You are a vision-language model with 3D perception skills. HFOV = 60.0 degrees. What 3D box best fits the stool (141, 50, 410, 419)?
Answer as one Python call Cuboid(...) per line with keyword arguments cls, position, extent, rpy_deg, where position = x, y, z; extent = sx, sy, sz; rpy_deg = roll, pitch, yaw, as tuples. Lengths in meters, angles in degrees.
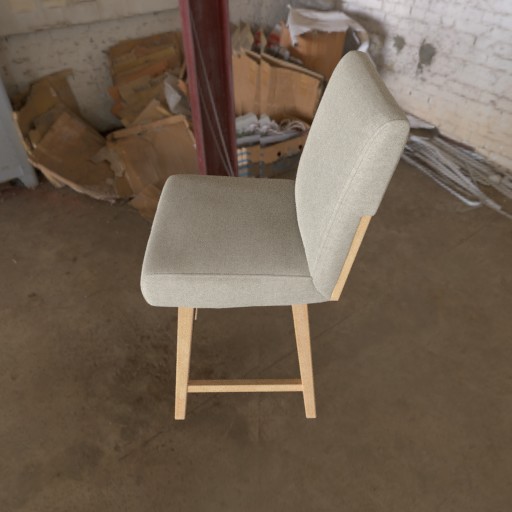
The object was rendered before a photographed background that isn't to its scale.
Cuboid(cls="stool", position=(0.000, 0.000, 1.366), extent=(0.606, 1.085, 0.507), rpy_deg=(0, 41, -1))
